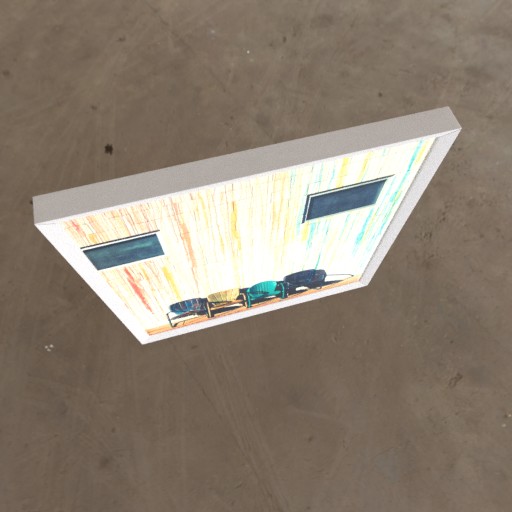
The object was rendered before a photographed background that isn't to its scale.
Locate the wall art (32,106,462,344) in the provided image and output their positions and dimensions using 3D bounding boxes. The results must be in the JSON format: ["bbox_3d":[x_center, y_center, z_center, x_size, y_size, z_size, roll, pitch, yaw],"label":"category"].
[{"bbox_3d":[0.000,0.000,0.744,0.508,0.508,0.037,-14,65,-7],"label":"wall art"}]
